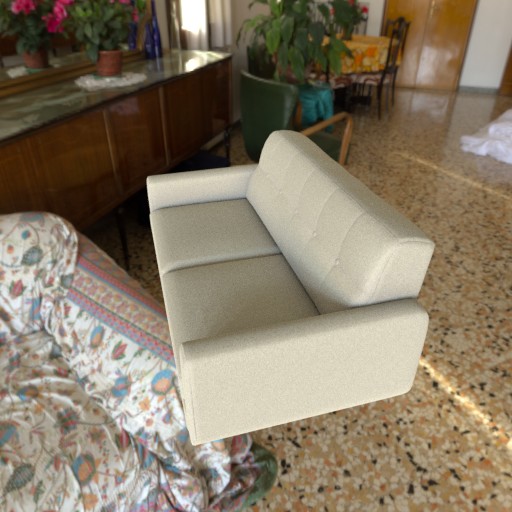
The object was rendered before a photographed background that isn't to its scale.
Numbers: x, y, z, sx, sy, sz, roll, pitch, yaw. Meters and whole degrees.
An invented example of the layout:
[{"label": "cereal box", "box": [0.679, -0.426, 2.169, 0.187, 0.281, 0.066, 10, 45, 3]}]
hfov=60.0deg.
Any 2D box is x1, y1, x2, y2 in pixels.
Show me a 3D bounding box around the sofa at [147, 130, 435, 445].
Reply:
[{"label": "sofa", "box": [0.000, 0.000, 2.283, 0.980, 0.892, 1.655, -9, 33, -13]}]
